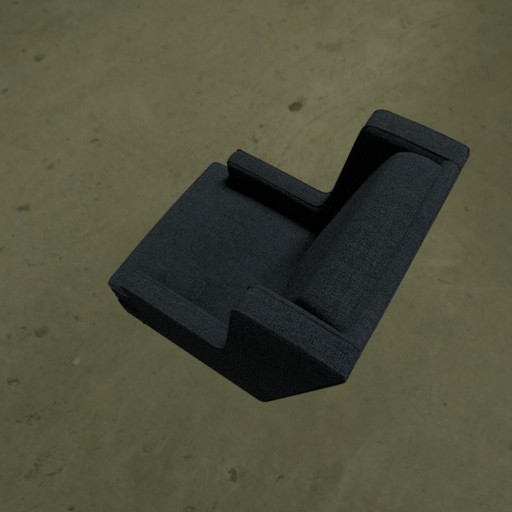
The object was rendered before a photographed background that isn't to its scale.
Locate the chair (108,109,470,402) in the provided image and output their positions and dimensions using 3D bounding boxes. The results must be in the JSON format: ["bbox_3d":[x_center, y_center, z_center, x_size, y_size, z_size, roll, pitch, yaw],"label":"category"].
[{"bbox_3d":[0.000,0.000,1.661,0.947,1.072,0.764,30,66,15],"label":"chair"}]
